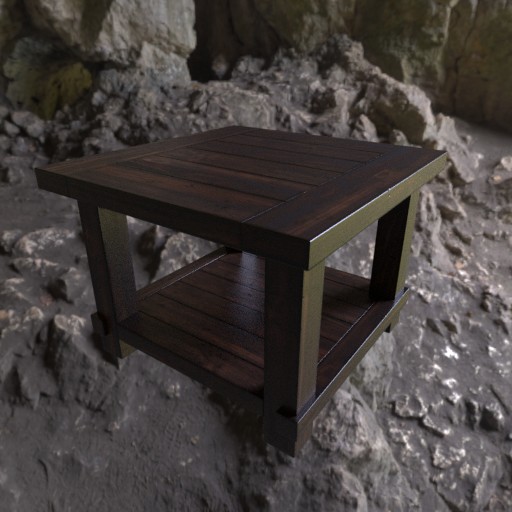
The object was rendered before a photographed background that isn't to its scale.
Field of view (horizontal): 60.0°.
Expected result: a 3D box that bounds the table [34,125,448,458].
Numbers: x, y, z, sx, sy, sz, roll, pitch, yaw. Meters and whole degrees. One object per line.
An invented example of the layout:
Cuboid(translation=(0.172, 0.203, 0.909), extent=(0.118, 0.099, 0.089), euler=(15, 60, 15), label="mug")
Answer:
Cuboid(translation=(0.000, 0.000, 0.991), extent=(0.593, 0.437, 0.606), euler=(17, 30, 32), label="table")
